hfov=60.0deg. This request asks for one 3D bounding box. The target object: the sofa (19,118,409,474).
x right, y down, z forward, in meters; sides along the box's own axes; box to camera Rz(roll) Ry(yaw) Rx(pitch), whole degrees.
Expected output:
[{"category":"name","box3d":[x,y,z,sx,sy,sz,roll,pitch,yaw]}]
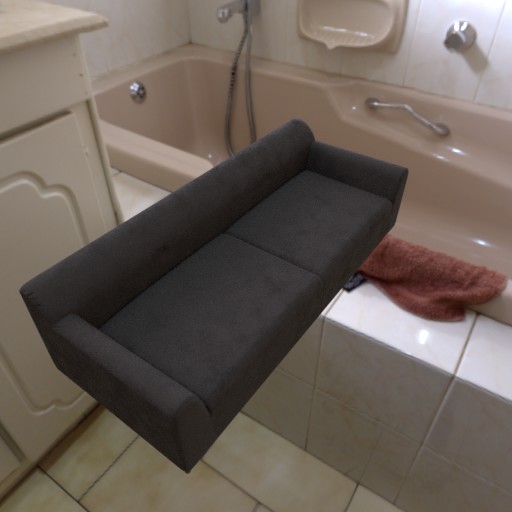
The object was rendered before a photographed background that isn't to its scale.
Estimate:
[{"category":"sofa","box3d":[0.000,0.000,2.550,0.900,0.740,2.190,25,46,27]}]
